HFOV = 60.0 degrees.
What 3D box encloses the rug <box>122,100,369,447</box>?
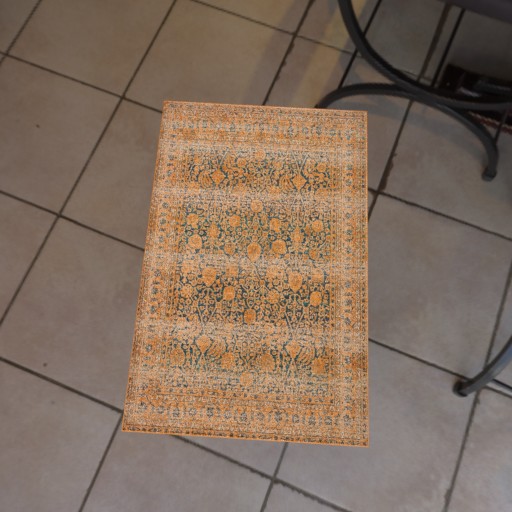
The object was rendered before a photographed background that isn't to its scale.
[{"bbox_3d":[0.000,0.000,3.029,1.525,0.007,2.336,3,75,1],"label":"rug"}]
